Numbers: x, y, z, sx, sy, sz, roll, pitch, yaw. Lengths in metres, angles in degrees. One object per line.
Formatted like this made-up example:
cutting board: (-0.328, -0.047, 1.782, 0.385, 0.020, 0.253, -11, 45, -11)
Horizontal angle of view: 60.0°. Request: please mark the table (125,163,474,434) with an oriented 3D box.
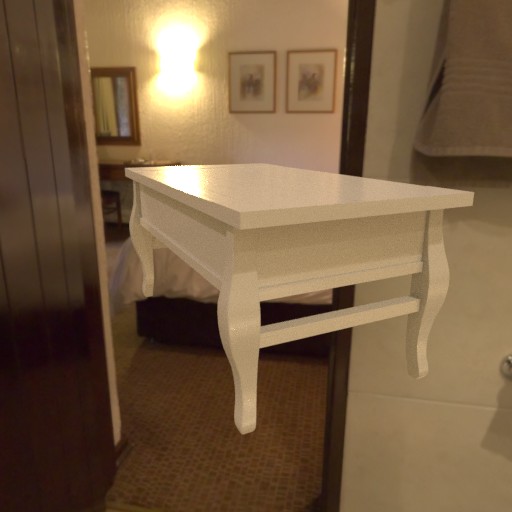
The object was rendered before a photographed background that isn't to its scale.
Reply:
table: (0.000, 0.000, 1.407, 0.600, 0.495, 1.062, -8, 17, -25)
